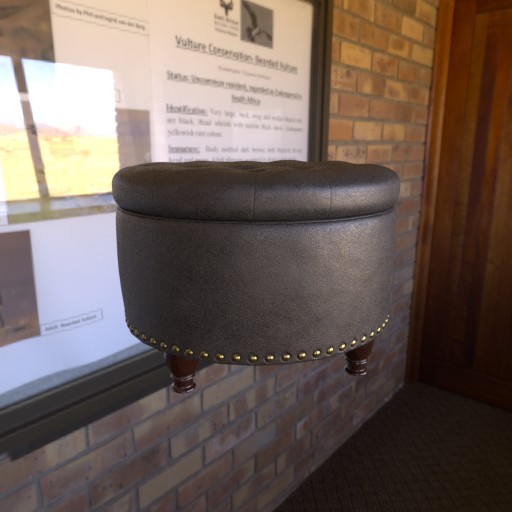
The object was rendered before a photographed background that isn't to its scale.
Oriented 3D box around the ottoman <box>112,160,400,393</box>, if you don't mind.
[{"bbox_3d":[0.000,0.000,1.067,0.637,0.442,0.637,0,14,0],"label":"ottoman"}]
